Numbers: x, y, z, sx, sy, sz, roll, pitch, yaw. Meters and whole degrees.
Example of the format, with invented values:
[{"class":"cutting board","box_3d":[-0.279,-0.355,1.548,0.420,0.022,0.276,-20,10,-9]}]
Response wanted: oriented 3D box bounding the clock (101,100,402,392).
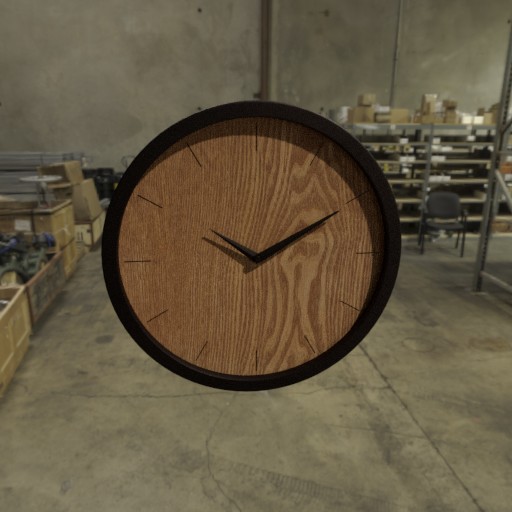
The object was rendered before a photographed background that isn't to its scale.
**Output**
[{"class":"clock","box_3d":[0.000,0.000,0.474,0.314,0.314,0.029,-2,16,-7]}]
